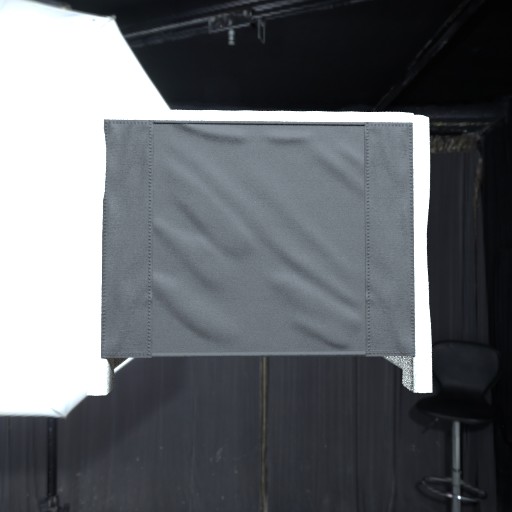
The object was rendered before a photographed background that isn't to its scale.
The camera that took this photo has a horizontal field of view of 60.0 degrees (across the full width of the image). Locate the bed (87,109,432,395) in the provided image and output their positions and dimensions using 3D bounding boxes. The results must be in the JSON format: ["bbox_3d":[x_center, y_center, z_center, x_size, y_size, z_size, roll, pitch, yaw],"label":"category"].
[{"bbox_3d":[0.000,0.000,3.918,2.219,1.771,2.347,0,-2,-2],"label":"bed"}]
